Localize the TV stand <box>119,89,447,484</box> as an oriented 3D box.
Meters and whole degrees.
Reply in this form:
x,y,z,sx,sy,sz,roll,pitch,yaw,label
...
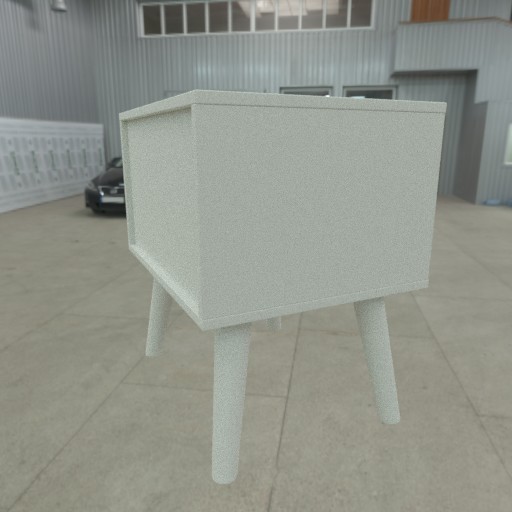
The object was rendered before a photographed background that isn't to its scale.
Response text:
x,y,z,sx,sy,sz,roll,pitch,yaw,label
0.000,0.000,0.886,0.405,0.559,0.508,-7,16,-25,TV stand
